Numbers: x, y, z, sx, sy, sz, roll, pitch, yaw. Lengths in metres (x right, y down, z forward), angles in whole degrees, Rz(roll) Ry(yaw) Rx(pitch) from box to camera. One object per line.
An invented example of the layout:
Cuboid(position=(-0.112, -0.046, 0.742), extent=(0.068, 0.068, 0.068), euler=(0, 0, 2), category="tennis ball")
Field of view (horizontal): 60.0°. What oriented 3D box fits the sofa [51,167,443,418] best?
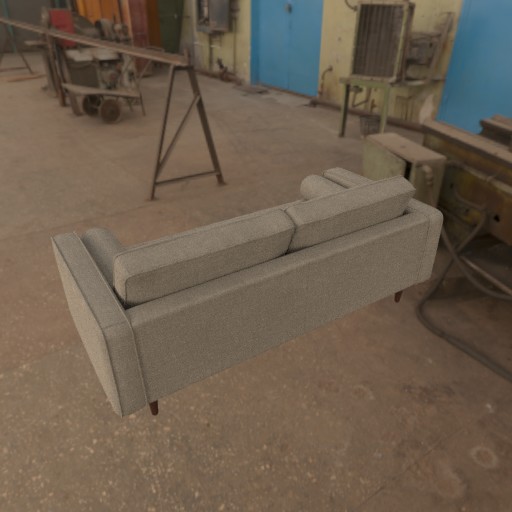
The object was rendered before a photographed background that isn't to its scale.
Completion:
Cuboid(position=(0.000, 0.000, 2.384), extent=(1.879, 0.762, 0.914), euler=(-18, 35, -27), category="sofa")
